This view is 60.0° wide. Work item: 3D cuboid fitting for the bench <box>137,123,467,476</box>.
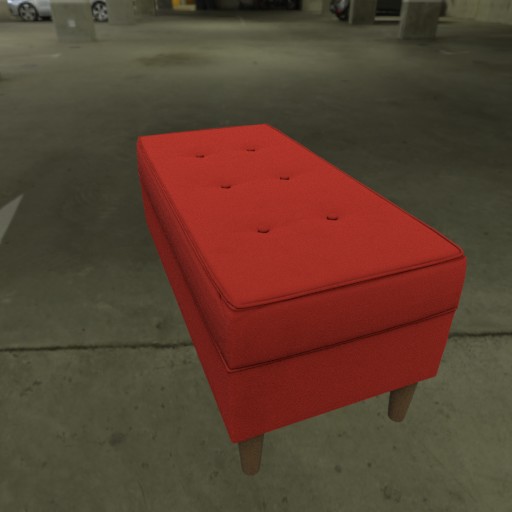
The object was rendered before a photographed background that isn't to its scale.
[{"bbox_3d":[0.000,0.000,1.259,0.492,0.471,1.016,-11,33,-18],"label":"bench"}]
